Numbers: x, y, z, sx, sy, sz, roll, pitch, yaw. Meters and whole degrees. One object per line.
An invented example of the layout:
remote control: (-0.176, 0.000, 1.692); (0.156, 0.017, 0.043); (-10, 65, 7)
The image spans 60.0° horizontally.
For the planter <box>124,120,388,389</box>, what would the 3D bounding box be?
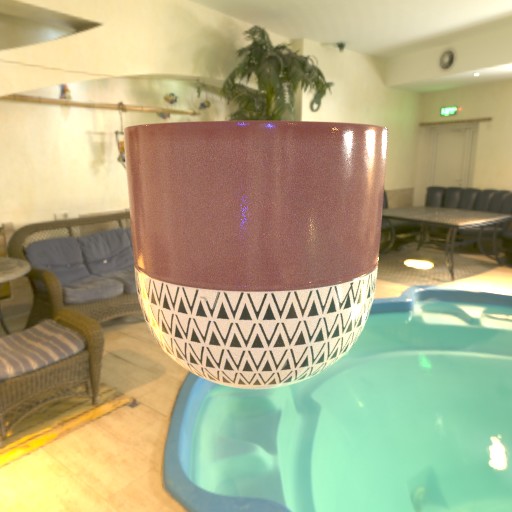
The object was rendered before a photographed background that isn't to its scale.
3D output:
planter: (0.000, 0.000, 0.493); (0.266, 0.270, 0.266); (0, 13, 0)
